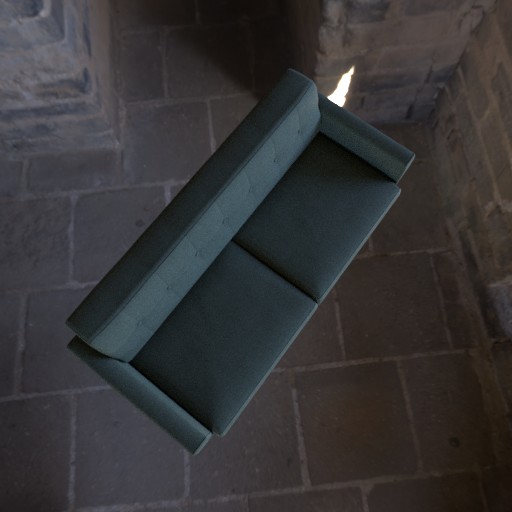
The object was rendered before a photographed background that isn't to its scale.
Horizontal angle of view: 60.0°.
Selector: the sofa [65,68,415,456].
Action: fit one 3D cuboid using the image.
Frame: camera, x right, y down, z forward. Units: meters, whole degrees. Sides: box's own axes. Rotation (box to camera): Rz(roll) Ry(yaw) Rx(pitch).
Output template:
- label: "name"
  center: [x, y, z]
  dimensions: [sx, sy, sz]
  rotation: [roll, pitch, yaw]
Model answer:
- label: "sofa"
  center: [0.000, 0.000, 2.550]
  dimensions: [0.909, 0.841, 2.029]
  rotation: [36, 77, 10]
